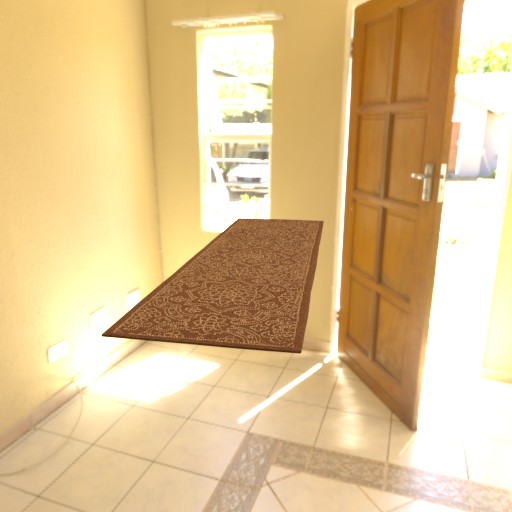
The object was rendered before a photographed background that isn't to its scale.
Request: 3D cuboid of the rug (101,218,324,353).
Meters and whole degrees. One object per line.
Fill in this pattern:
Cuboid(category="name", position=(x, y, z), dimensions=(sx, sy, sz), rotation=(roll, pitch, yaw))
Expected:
Cuboid(category="rug", position=(0.000, 0.000, 2.783), dimensions=(0.769, 0.012, 2.448), rotation=(3, 16, 10))
